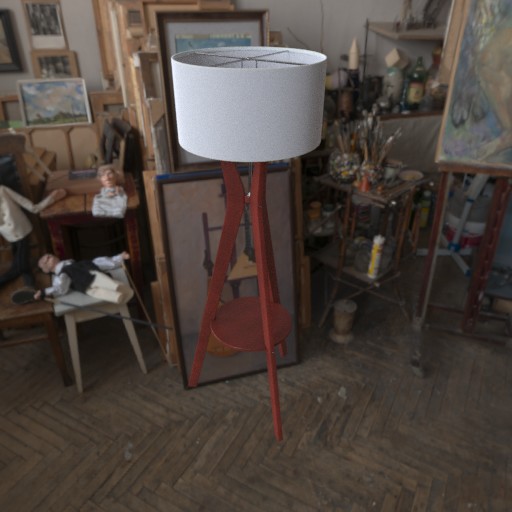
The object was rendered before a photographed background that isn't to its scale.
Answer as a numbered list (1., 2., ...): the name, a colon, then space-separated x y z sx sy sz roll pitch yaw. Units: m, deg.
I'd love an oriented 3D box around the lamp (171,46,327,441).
1. lamp: 0.000 0.000 1.766 0.539 1.472 0.542 21 37 30
